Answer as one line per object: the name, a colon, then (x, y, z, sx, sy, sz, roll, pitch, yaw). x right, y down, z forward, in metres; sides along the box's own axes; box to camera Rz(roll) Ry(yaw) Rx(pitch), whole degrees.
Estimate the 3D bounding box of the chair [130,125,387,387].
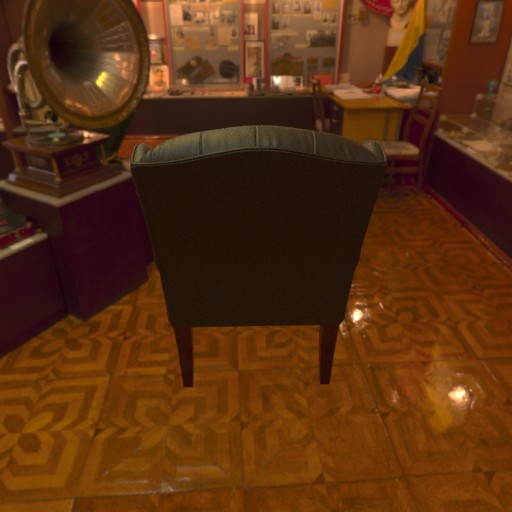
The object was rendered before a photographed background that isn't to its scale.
chair: (0.000, 0.000, 1.700, 0.838, 1.111, 0.762, -1, 29, -1)
